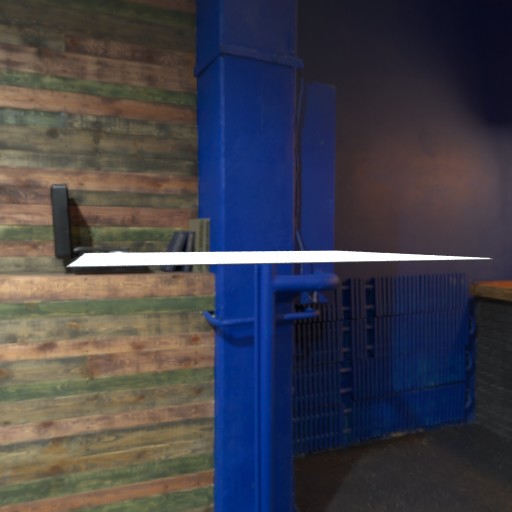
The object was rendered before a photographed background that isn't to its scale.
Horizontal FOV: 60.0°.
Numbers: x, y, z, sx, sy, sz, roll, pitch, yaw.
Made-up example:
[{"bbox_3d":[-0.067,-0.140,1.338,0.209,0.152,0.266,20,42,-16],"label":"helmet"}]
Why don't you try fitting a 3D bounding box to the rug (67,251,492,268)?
[{"bbox_3d":[0.000,0.000,4.059,3.048,0.012,2.438,-1,2,-19],"label":"rug"}]
